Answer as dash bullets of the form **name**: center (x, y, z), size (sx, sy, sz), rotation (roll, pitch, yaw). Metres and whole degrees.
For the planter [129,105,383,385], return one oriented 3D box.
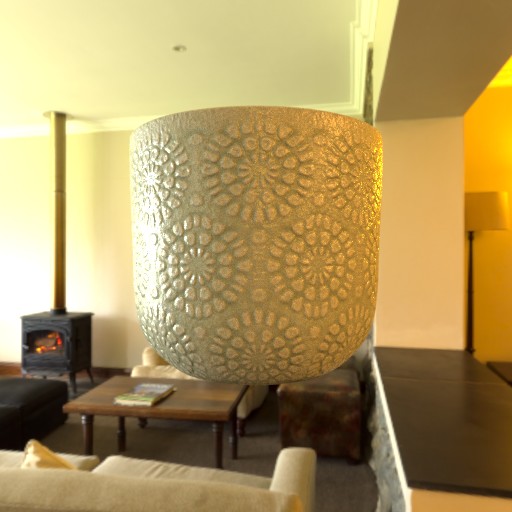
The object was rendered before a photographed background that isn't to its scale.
- **planter**: center (0.000, 0.000, 0.308), size (0.169, 0.153, 0.169), rotation (0, 0, 0)
